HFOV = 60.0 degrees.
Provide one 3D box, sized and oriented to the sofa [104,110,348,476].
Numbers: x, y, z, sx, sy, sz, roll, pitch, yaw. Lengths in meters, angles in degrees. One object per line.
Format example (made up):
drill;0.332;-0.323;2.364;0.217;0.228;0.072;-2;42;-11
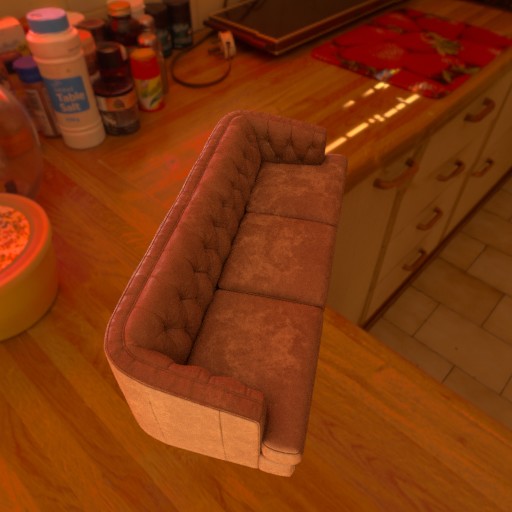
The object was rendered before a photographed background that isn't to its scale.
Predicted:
sofa;0.000;0.000;2.690;0.922;0.791;2.257;10;48;9
